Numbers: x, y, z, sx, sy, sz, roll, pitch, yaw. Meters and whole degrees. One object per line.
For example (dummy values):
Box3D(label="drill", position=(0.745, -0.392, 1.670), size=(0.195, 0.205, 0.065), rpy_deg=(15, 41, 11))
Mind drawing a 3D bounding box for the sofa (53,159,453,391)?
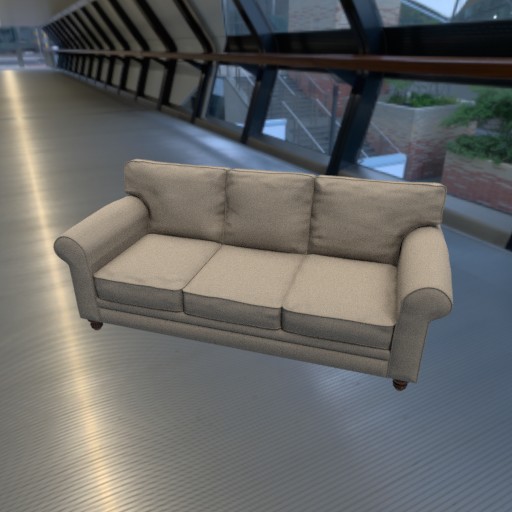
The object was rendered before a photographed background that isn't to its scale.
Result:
Box3D(label="sofa", position=(0.000, 0.000, 2.669), size=(2.118, 0.889, 0.998), rpy_deg=(8, 27, 15))
